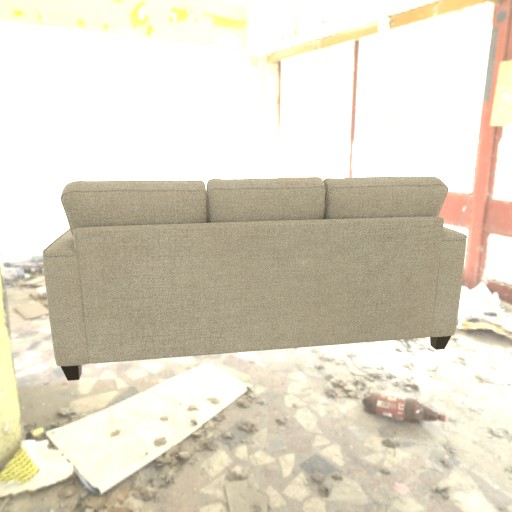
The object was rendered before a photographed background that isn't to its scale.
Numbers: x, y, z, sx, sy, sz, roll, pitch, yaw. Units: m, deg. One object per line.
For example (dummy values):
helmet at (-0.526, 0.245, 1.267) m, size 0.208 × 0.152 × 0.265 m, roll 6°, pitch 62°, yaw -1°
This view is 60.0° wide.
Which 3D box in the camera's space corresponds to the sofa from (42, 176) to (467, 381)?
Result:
sofa at (0.000, 0.000, 2.630) m, size 2.133 × 0.965 × 0.939 m, roll -2°, pitch 15°, yaw -9°
